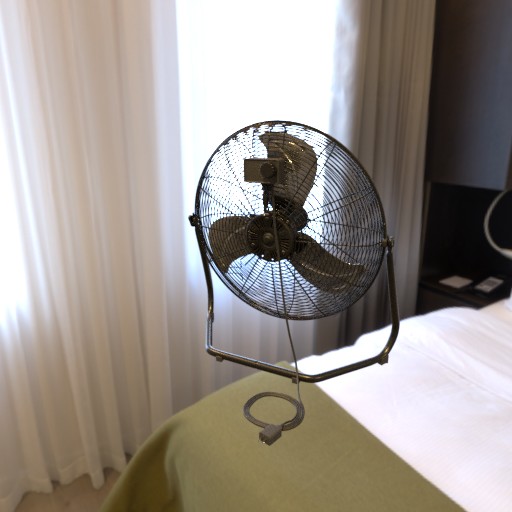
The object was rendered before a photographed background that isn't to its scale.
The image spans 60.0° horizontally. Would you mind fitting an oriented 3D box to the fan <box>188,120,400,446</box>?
[{"bbox_3d":[0.000,0.000,1.027,0.595,0.605,0.470,9,19,27],"label":"fan"}]
